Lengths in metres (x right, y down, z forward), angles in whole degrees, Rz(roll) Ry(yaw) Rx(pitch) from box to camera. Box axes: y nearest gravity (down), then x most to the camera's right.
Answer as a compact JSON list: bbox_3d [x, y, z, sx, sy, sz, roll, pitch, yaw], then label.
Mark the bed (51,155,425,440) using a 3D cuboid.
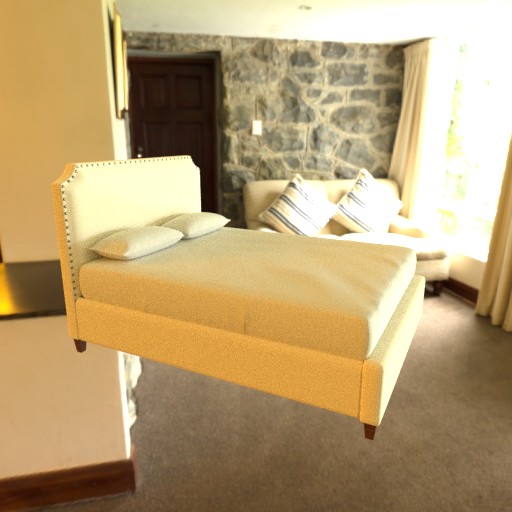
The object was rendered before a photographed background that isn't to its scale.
[{"bbox_3d":[0.000,0.000,3.427,2.329,1.415,1.703,8,17,26],"label":"bed"}]
